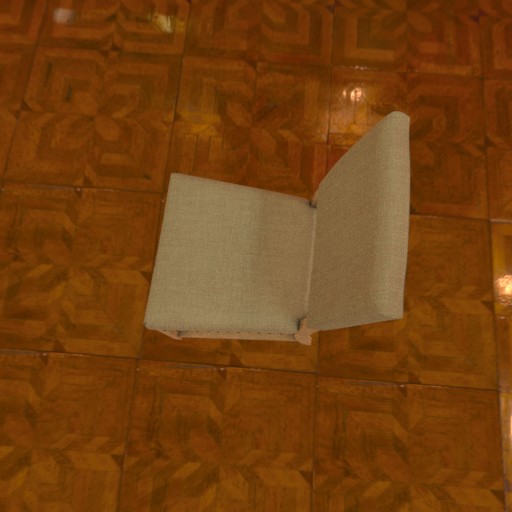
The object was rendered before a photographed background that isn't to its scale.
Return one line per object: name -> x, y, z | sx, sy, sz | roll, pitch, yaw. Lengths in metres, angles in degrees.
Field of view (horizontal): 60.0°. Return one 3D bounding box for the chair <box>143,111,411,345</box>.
chair -> 0.000, 0.000, 1.352 | 0.622, 0.986, 0.508 | 7, 75, 2
